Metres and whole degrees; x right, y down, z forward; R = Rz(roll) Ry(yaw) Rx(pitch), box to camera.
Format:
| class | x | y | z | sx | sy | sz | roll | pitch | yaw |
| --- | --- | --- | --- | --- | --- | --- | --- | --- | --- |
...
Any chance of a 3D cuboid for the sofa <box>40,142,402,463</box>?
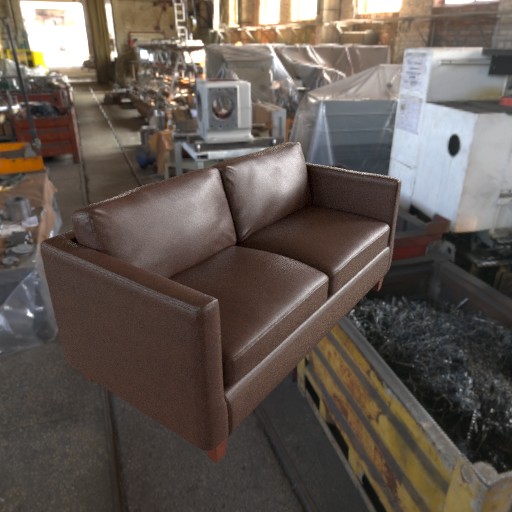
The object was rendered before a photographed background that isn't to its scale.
| class | x | y | z | sx | sy | sz | roll | pitch | yaw |
| --- | --- | --- | --- | --- | --- | --- | --- | --- | --- |
| sofa | 0.000 | 0.000 | 2.419 | 0.951 | 0.933 | 1.883 | 17 | 31 | 32 |
